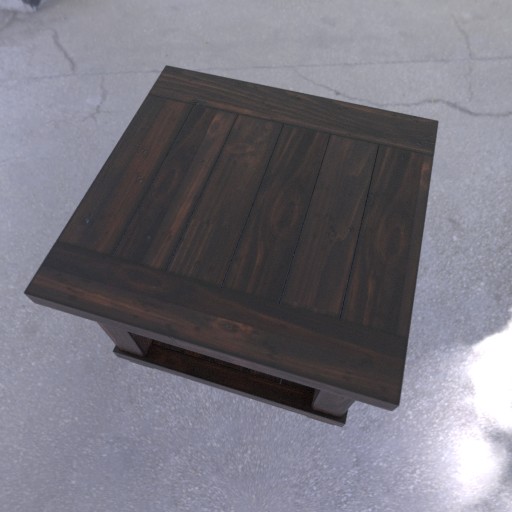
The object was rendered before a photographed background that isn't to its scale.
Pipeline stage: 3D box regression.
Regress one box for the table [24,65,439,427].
[{"bbox_3d":[0.000,0.000,1.001,0.606,0.437,0.593,15,61,8],"label":"table"}]
